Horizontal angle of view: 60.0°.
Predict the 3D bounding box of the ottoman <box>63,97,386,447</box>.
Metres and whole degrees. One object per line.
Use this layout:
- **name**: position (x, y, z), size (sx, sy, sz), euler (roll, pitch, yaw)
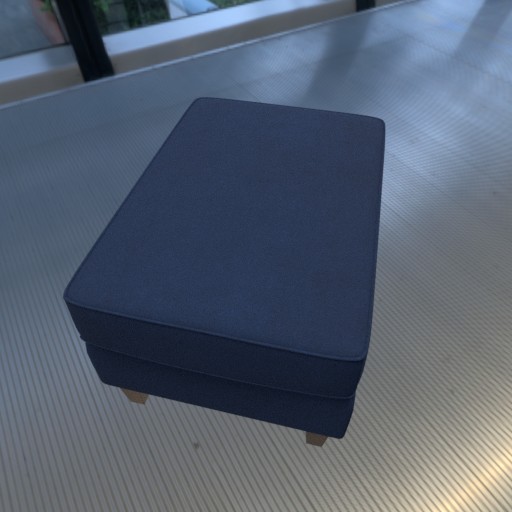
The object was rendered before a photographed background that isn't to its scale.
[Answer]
- **ottoman**: position (0.000, 0.000, 1.402), size (0.686, 0.584, 0.965), euler (10, 48, 9)
